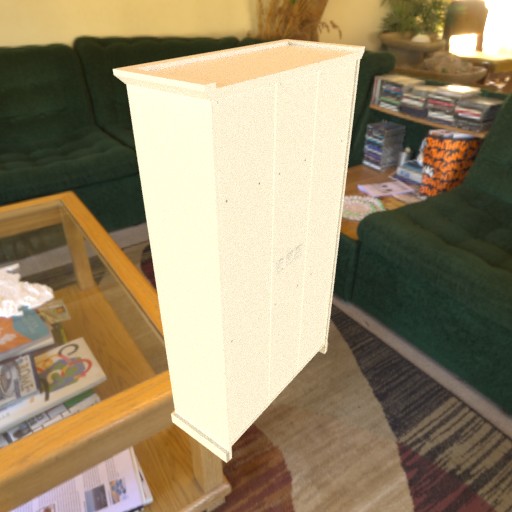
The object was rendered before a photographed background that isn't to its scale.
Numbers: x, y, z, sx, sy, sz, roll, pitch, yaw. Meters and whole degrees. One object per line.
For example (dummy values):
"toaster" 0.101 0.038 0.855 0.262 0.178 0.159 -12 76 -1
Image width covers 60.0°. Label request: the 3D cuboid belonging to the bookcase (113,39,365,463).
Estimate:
"bookcase" 0.000 0.000 2.264 0.432 1.880 1.050 23 39 31
